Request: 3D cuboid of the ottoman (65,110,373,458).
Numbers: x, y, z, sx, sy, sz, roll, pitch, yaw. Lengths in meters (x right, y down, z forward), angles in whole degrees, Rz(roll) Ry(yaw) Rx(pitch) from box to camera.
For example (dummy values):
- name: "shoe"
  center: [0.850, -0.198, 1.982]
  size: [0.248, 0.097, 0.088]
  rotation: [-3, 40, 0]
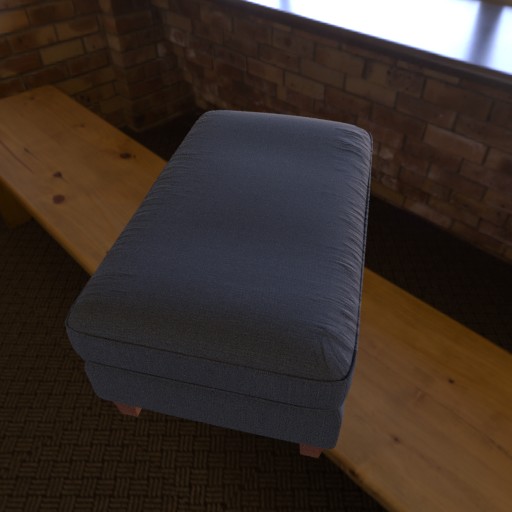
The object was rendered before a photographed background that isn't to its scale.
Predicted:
- name: "ottoman"
  center: [0.000, 0.000, 1.186]
  size: [0.570, 0.438, 0.885]
  rotation: [9, 45, 9]
